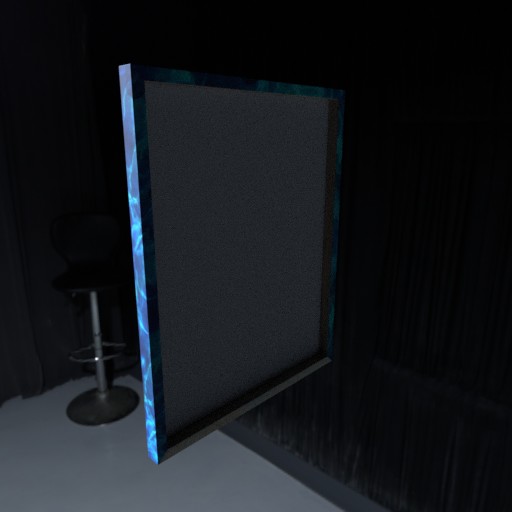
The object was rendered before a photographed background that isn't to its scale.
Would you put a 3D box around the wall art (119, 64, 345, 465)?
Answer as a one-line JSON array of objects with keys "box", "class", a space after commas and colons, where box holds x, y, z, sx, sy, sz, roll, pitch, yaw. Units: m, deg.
[{"box": [0.000, 0.000, 1.028, 0.038, 0.760, 0.609, 15, 21, 43], "class": "wall art"}]
